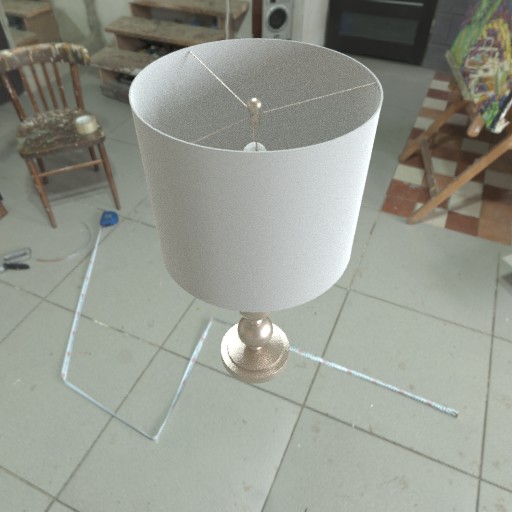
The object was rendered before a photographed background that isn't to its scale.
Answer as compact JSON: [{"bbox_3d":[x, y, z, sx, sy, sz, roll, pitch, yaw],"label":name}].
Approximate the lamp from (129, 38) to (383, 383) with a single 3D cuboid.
[{"bbox_3d":[0.000,0.000,0.678,0.277,0.538,0.277,-4,45,-4],"label":"lamp"}]
